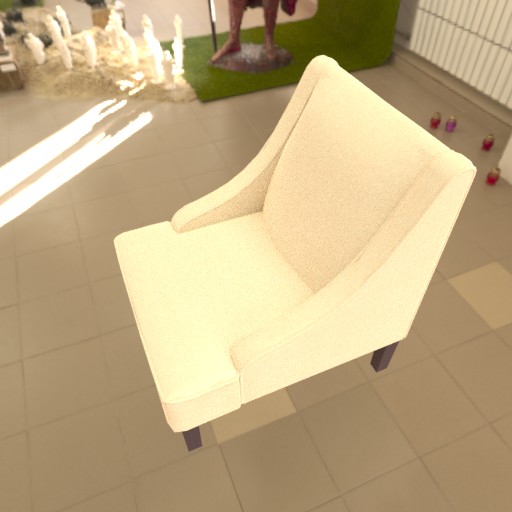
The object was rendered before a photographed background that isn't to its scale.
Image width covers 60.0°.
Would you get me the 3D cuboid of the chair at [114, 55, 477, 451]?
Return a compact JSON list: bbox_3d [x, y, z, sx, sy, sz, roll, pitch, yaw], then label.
[{"bbox_3d":[0.000,0.000,1.392,0.806,0.886,0.689,-17,48,-16],"label":"chair"}]
